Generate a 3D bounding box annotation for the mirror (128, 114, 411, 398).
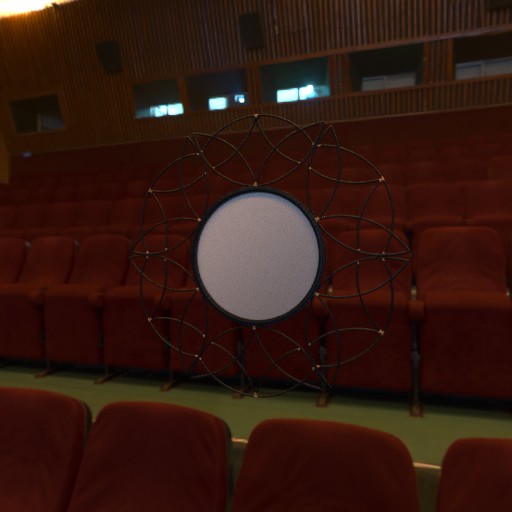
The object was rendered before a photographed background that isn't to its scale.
[{"bbox_3d":[0.000,0.000,1.209,0.797,0.775,0.028,0,0,18],"label":"mirror"}]
